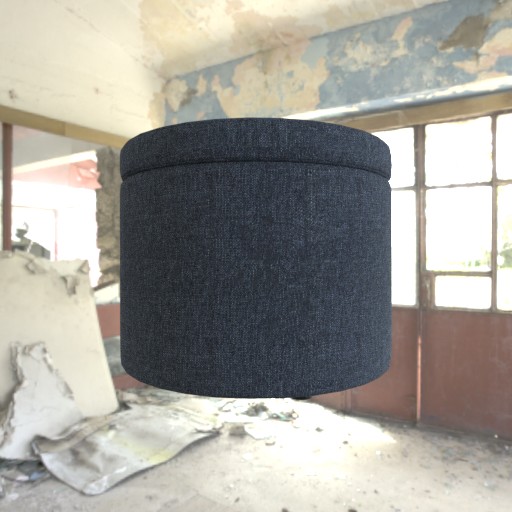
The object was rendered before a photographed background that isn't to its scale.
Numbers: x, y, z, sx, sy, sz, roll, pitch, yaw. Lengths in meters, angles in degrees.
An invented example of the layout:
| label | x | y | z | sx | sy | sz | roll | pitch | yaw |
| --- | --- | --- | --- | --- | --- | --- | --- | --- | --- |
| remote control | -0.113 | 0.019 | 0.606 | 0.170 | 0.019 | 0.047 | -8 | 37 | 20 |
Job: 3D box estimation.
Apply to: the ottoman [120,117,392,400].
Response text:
| label | x | y | z | sx | sy | sz | roll | pitch | yaw |
| --- | --- | --- | --- | --- | --- | --- | --- | --- | --- |
| ottoman | 0.000 | 0.000 | 0.852 | 0.500 | 0.419 | 0.500 | 0 | 1 | 0 |
